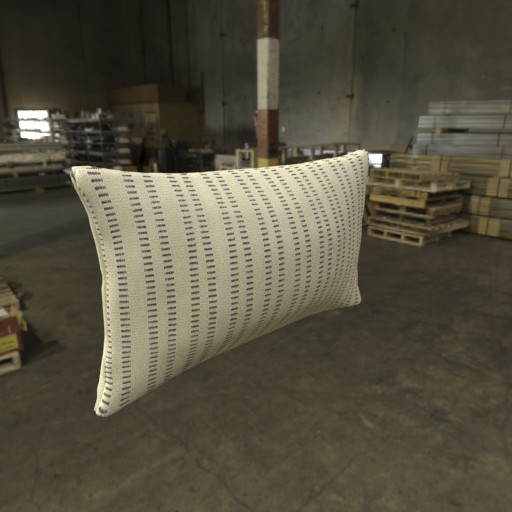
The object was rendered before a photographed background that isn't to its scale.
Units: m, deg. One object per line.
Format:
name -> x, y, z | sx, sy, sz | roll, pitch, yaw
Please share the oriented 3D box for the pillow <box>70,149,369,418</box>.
pillow -> 0.000, 0.000, 0.795 | 0.640, 0.353, 0.210 | -15, 22, -41
